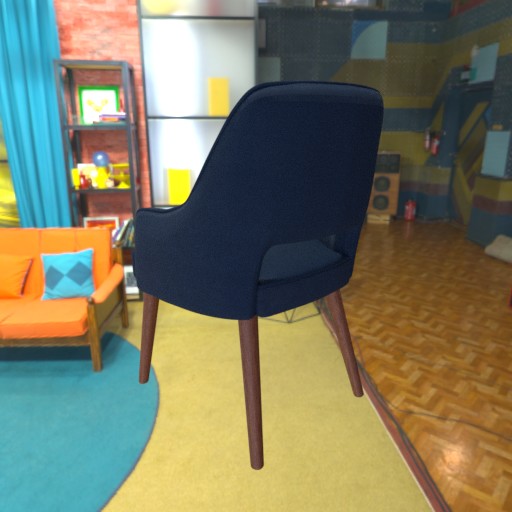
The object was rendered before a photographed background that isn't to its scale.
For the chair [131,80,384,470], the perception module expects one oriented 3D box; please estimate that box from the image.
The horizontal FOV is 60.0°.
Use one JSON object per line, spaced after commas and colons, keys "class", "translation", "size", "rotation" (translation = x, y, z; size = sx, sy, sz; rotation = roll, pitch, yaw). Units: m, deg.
{"class": "chair", "translation": [0.000, 0.000, 1.205], "size": [0.559, 0.844, 0.591], "rotation": [-15, 22, -42]}
